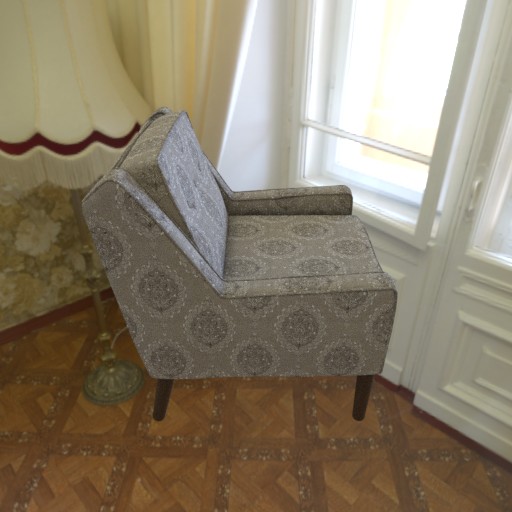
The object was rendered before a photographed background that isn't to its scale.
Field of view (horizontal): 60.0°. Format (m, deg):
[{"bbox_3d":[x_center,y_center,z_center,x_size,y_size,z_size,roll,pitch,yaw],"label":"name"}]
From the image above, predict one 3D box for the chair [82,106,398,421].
[{"bbox_3d":[0.000,0.000,1.385,0.750,0.797,0.665,0,31,0],"label":"chair"}]
